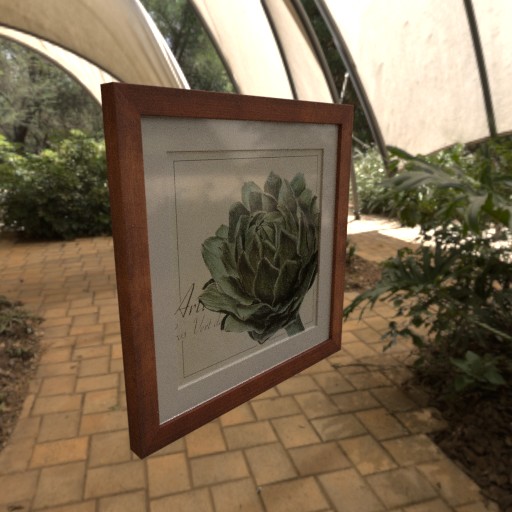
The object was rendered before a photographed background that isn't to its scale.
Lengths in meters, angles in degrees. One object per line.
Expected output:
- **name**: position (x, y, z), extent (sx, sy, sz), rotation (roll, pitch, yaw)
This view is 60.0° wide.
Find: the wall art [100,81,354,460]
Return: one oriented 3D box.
- **wall art**: position (0.000, 0.000, 0.844), extent (0.554, 0.572, 0.037), rotation (-14, 20, -43)
